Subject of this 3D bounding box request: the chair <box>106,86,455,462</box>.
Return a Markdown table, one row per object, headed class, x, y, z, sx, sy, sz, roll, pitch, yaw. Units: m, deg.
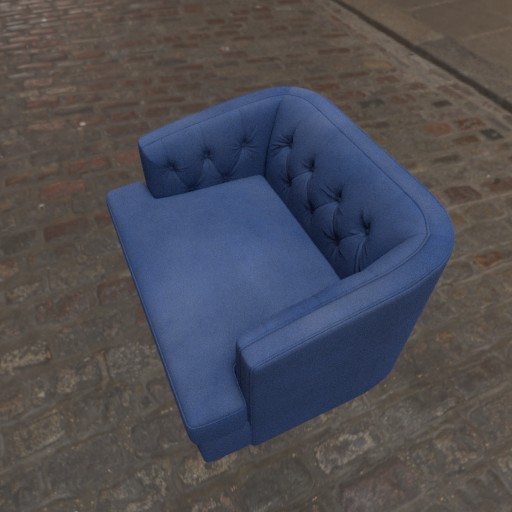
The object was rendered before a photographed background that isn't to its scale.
| class | x | y | z | sx | sy | sz | roll | pitch | yaw |
| --- | --- | --- | --- | --- | --- | --- | --- | --- | --- |
| chair | 0.000 | 0.000 | 1.697 | 0.914 | 0.787 | 1.118 | -19 | 51 | -16 |
